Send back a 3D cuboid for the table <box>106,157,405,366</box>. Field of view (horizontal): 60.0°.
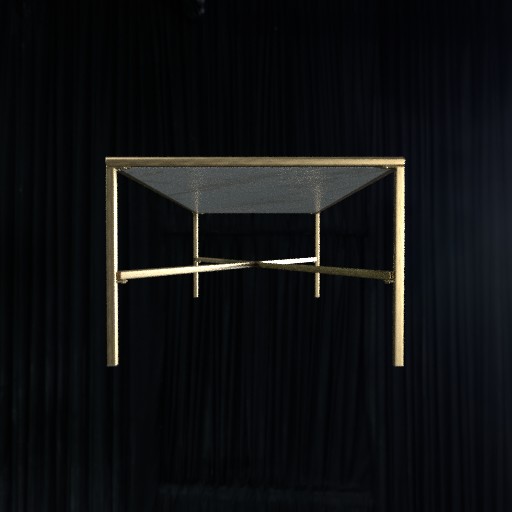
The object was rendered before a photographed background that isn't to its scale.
[{"bbox_3d":[0.000,0.000,1.454,0.577,0.405,1.197,0,1,0],"label":"table"}]
